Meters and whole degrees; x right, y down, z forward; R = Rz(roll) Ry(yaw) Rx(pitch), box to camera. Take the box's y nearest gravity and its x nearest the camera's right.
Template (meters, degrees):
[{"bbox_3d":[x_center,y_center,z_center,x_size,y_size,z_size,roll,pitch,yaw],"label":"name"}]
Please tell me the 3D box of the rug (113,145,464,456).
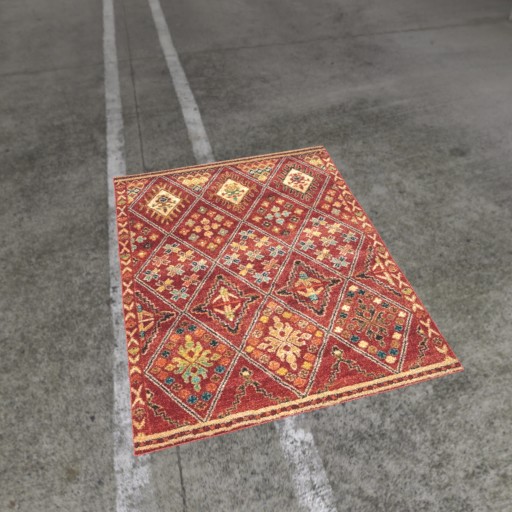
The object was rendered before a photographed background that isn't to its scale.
[{"bbox_3d":[0.000,0.000,4.162,2.489,0.030,3.086,-11,49,-10],"label":"rug"}]
